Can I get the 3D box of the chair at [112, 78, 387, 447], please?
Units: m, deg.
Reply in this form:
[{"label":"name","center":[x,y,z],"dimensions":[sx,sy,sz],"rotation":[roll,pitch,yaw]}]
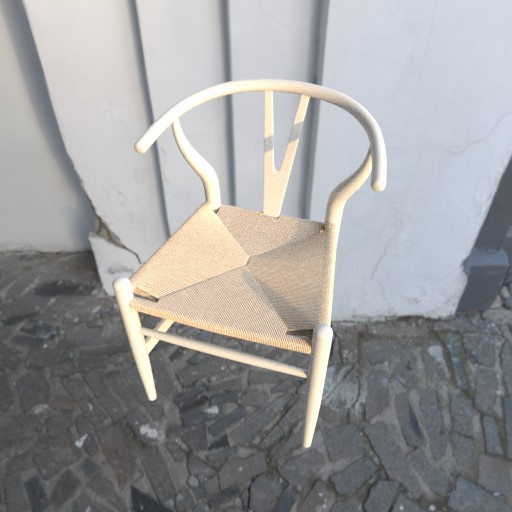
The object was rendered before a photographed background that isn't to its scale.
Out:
[{"label":"chair","center":[0.000,0.000,1.166],"dimensions":[0.569,0.730,0.579],"rotation":[12,42,13]}]
